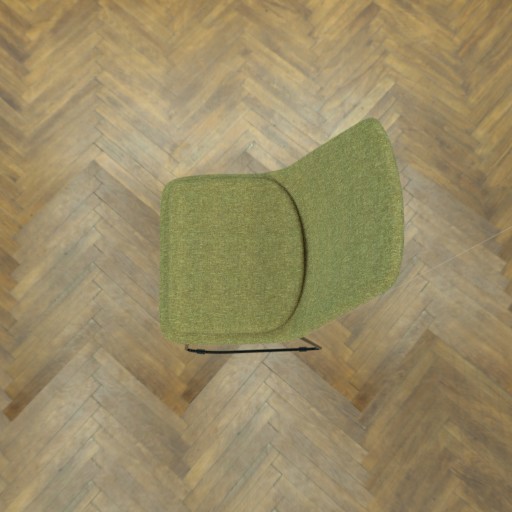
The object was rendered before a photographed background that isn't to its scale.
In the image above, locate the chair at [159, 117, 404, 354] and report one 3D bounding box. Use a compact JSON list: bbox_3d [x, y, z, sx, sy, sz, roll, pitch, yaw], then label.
[{"bbox_3d":[0.000,0.000,1.149,0.496,0.849,0.479,-2,77,-1],"label":"chair"}]
